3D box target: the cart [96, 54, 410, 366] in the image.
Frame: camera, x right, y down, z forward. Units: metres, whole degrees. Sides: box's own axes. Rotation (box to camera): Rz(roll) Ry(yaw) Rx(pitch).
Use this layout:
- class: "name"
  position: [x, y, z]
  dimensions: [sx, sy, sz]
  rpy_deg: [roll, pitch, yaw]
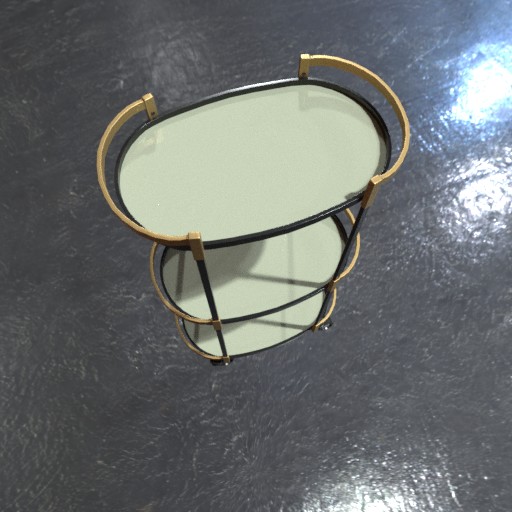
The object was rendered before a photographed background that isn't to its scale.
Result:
- class: "cart"
  position: [0.000, 0.000, 1.115]
  dimensions: [0.515, 0.885, 0.311]
  rpy_deg: [-18, 65, -8]
